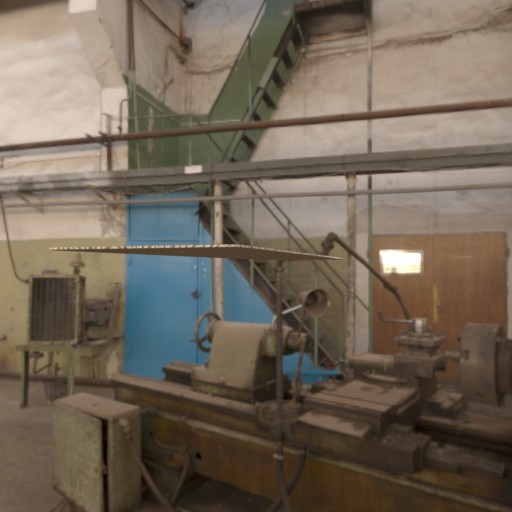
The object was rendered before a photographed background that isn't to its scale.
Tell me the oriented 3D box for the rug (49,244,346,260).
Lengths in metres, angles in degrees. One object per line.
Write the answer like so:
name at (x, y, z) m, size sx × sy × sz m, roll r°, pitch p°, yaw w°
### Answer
rug at (0.000, 0.000, 2.431) m, size 0.686 × 0.008 × 2.286 m, roll 0°, pitch -1°, yaw 19°
